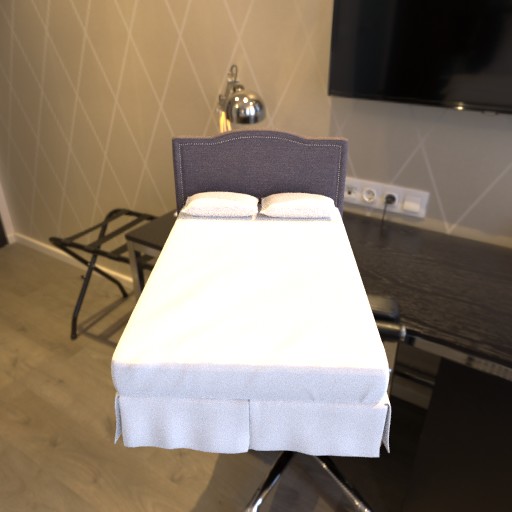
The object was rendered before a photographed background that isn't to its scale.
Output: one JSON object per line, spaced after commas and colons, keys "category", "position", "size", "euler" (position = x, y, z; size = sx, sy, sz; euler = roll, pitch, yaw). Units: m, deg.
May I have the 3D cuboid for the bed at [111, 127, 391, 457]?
{"category": "bed", "position": [0.000, 0.000, 3.479], "size": [1.741, 1.441, 2.507], "euler": [1, 29, 2]}
